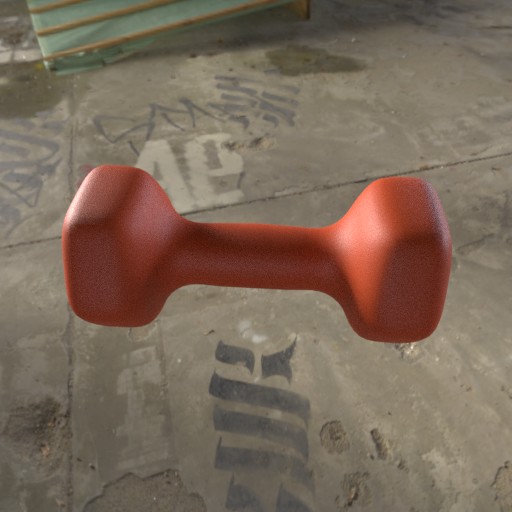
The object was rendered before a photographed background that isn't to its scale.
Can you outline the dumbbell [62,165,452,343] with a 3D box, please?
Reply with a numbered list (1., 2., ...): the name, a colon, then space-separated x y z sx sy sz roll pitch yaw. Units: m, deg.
1. dumbbell: 0.000 0.000 0.205 0.162 0.071 0.079 3 47 3
